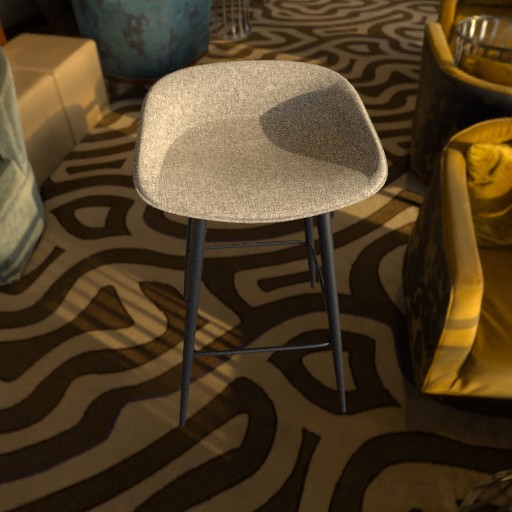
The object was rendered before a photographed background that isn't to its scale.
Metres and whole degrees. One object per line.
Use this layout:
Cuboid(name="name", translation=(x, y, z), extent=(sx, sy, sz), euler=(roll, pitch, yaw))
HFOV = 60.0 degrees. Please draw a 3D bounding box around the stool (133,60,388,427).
Cuboid(name="stool", translation=(0.000, 0.000, 1.118), extent=(0.469, 0.814, 0.480), euler=(-4, 45, -4))
